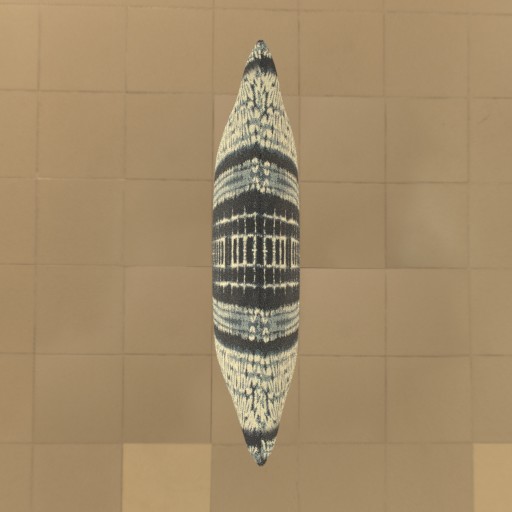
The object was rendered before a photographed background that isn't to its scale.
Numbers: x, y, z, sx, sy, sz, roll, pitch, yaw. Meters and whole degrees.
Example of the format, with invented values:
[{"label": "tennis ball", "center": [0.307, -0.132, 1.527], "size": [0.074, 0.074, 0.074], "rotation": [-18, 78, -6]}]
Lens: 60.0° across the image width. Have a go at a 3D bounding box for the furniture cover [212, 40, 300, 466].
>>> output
[{"label": "furniture cover", "center": [0.000, 0.000, 0.654], "size": [0.133, 0.435, 0.425], "rotation": [0, 88, -1]}]
